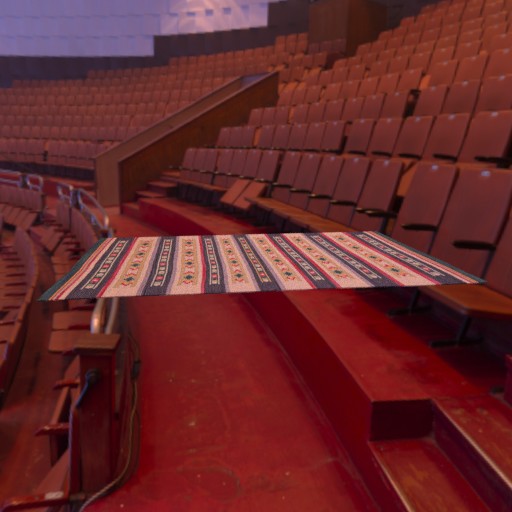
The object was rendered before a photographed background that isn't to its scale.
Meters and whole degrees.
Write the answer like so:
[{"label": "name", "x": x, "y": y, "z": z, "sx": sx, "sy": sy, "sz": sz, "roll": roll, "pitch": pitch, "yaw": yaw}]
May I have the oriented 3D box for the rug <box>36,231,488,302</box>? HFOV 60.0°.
[{"label": "rug", "x": 0.000, "y": 0.000, "z": 2.958, "sx": 2.311, "sy": 0.010, "sz": 1.522, "roll": -2, "pitch": 14, "yaw": -7}]
